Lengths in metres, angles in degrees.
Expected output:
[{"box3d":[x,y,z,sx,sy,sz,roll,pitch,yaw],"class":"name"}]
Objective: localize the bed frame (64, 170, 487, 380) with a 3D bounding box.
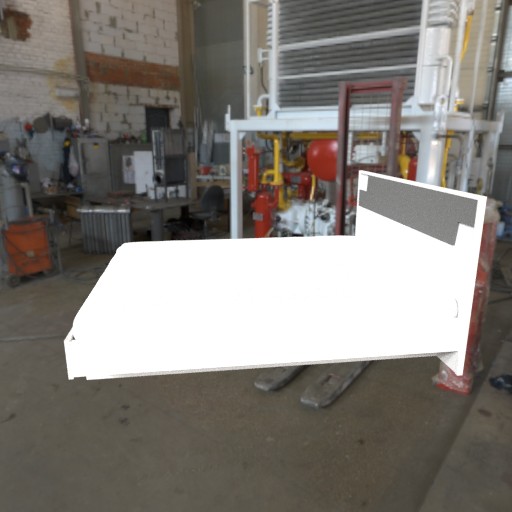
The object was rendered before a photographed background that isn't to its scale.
[{"box3d":[0.000,0.000,3.031,2.100,1.001,1.711,-2,15,-7],"class":"bed frame"}]
